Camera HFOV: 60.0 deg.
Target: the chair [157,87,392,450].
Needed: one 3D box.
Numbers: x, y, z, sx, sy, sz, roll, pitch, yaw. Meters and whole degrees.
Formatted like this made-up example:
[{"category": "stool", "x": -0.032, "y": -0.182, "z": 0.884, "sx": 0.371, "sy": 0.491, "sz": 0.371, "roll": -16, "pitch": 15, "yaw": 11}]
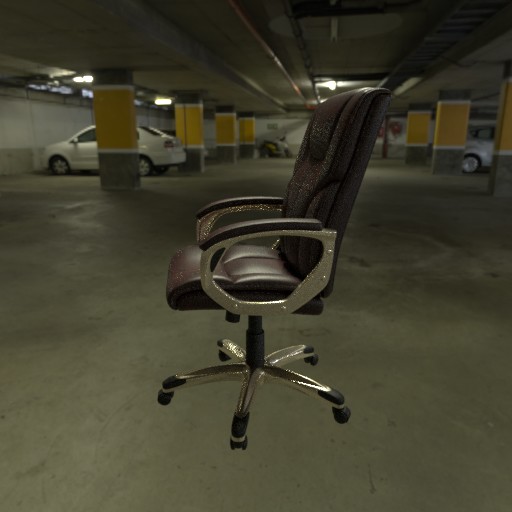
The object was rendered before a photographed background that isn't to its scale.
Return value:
[{"category": "chair", "x": 0.000, "y": 0.000, "z": 1.564, "sx": 0.739, "sy": 1.107, "sz": 0.662, "roll": -2, "pitch": 15, "yaw": -8}]
